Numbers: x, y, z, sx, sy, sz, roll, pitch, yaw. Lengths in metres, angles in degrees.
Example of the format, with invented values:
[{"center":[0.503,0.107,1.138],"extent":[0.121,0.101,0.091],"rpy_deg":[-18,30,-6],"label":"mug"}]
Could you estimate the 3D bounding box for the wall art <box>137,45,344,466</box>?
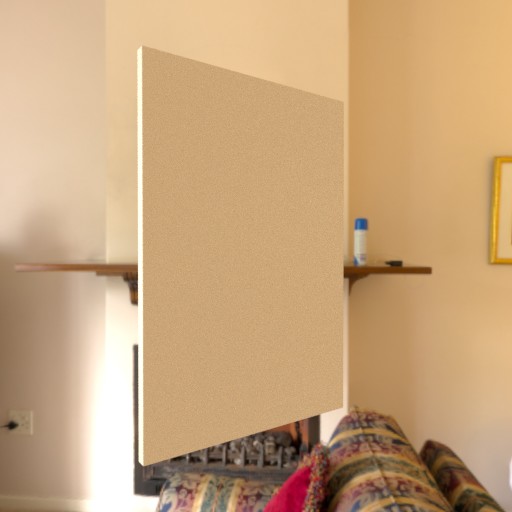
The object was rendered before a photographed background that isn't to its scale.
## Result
[{"center":[0.000,0.000,1.492],"extent":[0.808,1.183,0.038],"rpy_deg":[0,1,-36],"label":"wall art"}]
